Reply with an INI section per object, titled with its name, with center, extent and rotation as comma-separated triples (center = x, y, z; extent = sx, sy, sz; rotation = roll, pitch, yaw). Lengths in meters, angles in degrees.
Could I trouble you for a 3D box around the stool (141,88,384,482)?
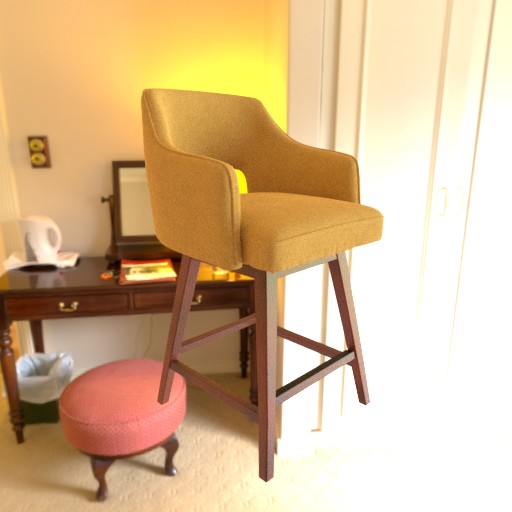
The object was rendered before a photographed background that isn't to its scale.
[stool]
center = 0.000, 0.000, 1.269
extent = 0.548, 0.924, 0.558
rotation = -15, 21, -43
